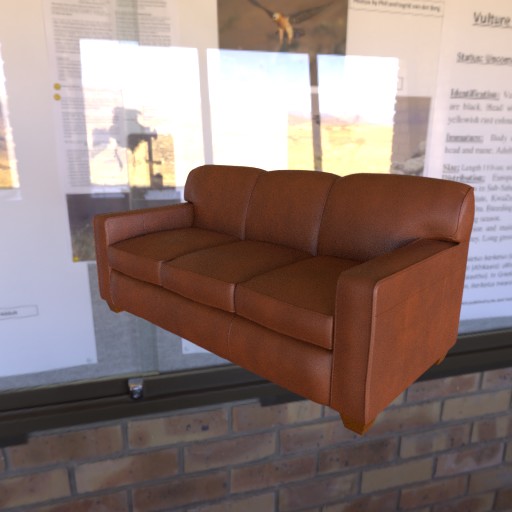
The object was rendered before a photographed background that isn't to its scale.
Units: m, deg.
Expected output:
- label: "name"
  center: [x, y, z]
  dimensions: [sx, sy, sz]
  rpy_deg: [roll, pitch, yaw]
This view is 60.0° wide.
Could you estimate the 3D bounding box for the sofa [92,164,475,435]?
- label: "sofa"
  center: [0.000, 0.000, 2.546]
  dimensions: [2.039, 0.953, 1.008]
  rpy_deg: [14, 20, 41]
